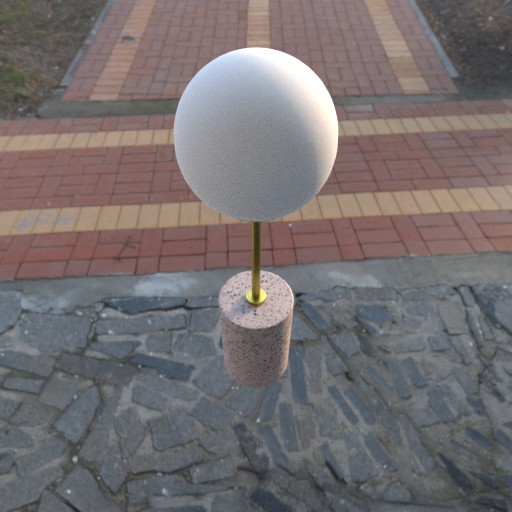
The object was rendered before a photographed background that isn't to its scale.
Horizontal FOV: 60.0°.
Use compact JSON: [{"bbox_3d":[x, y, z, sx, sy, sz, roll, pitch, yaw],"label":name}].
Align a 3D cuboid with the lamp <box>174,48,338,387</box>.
[{"bbox_3d":[0.000,0.000,0.538,0.153,0.480,0.153,0,47,0],"label":"lamp"}]
